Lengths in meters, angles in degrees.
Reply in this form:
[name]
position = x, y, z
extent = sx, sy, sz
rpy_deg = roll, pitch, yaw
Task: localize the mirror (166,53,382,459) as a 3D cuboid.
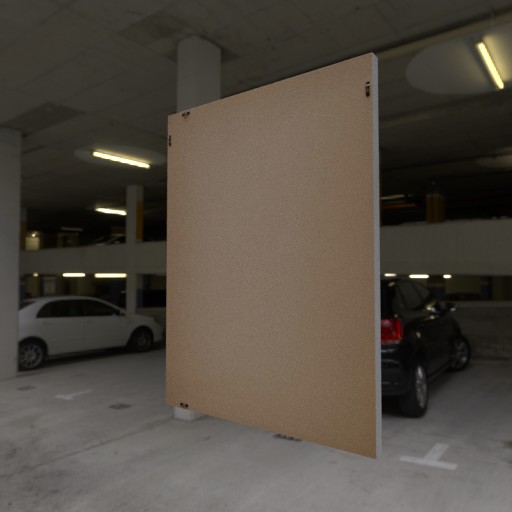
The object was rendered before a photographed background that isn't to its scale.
[mirror]
position = 0.000, 0.000, 1.347
extent = 0.762, 1.016, 0.041
rpy_deg = -2, -3, 37
